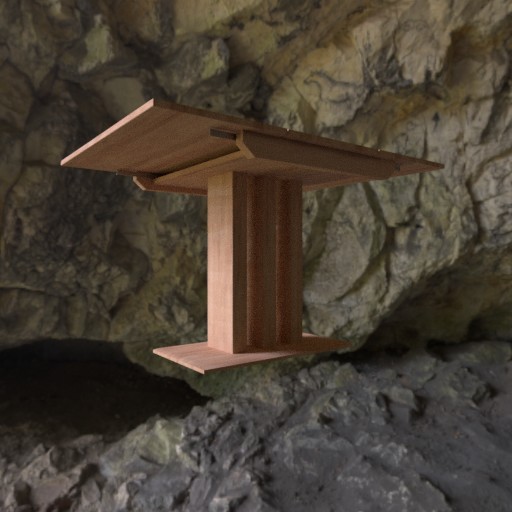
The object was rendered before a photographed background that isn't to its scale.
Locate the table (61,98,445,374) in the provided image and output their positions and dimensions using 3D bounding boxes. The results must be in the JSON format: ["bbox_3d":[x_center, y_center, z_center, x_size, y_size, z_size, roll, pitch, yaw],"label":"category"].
[{"bbox_3d":[0.000,0.000,1.825,1.300,0.770,0.900,0,0,-37],"label":"table"}]
